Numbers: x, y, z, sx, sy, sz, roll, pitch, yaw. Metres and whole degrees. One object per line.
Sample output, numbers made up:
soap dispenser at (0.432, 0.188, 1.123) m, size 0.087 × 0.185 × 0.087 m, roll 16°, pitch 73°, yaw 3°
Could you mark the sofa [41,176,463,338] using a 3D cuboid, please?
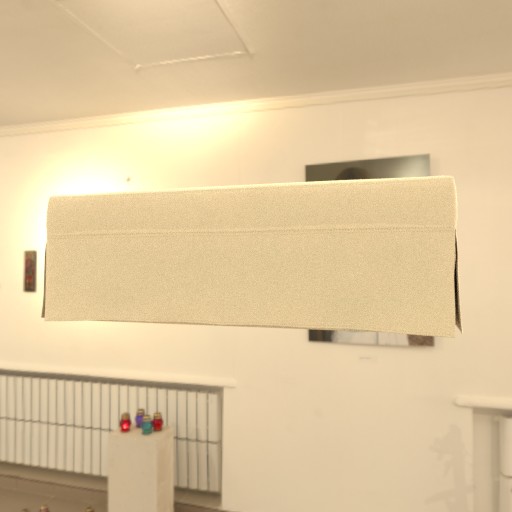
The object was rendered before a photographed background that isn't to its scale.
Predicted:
sofa at (0.000, 0.000, 2.084) m, size 1.677 × 0.552 × 0.939 m, roll 0°, pitch -1°, yaw 16°
